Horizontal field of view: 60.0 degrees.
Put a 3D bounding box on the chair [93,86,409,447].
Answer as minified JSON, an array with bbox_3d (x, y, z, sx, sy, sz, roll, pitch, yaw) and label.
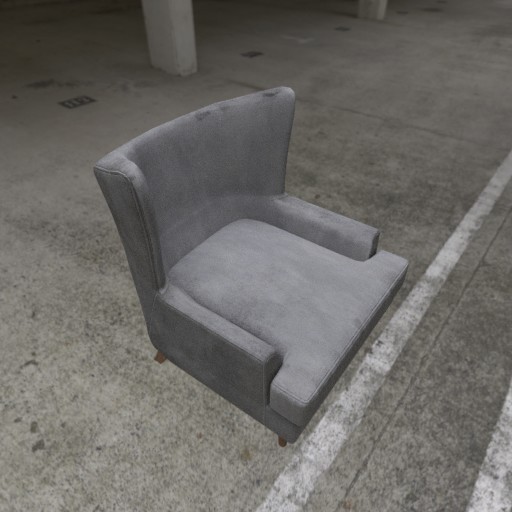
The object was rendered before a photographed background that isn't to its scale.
[{"bbox_3d":[0.000,0.000,1.612,0.906,0.950,0.784,25,46,27],"label":"chair"}]
